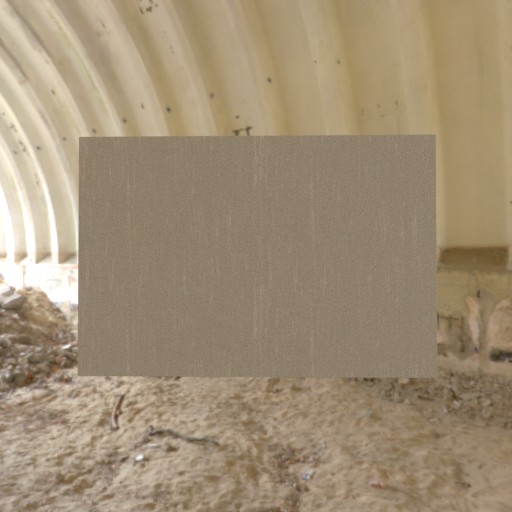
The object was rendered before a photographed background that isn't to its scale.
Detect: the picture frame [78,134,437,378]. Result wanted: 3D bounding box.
[{"bbox_3d":[0.000,0.000,1.190,0.950,0.640,0.029,0,-1,1],"label":"picture frame"}]
